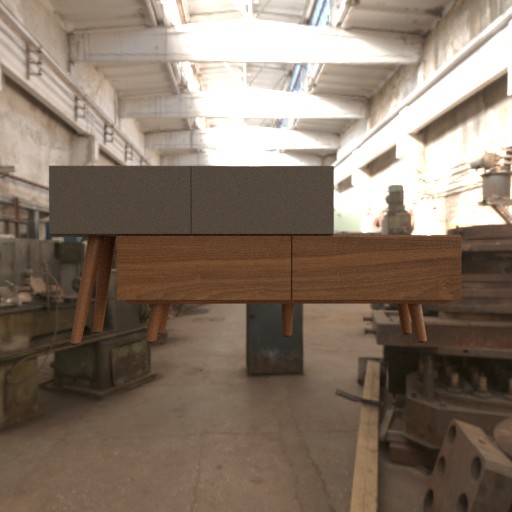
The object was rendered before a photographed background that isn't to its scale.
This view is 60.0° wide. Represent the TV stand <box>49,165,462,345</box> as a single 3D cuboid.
[{"bbox_3d":[0.000,0.000,1.592,1.336,0.591,0.329,0,1,0],"label":"TV stand"}]
